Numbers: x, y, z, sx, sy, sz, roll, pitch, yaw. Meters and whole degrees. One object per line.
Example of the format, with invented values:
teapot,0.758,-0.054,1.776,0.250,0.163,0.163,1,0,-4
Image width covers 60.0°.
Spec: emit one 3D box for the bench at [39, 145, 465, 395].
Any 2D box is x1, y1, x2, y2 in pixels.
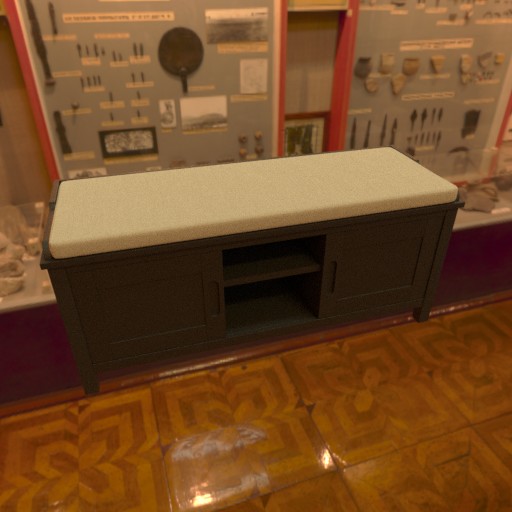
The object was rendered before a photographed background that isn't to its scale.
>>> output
bench,0.000,0.000,1.409,1.140,0.501,0.398,-9,34,-14
